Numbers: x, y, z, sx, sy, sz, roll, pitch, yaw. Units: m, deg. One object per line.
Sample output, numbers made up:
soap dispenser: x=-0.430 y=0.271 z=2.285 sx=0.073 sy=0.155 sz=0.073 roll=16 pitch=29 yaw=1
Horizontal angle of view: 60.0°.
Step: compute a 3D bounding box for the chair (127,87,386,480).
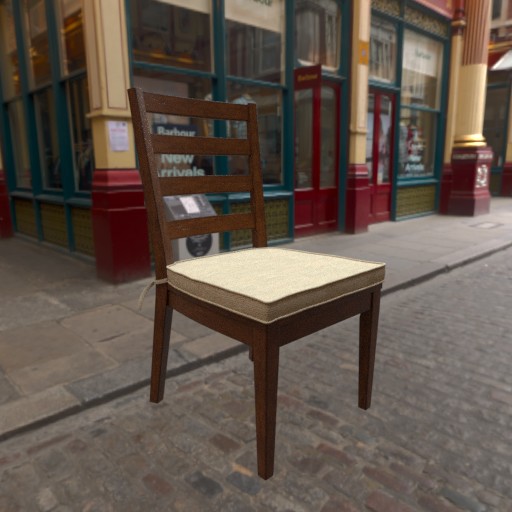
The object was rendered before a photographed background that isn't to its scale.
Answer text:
chair: x=0.000 y=0.000 z=1.351 sx=0.593 sy=0.979 sz=0.595 roll=-11 pitch=16 yaw=-43
